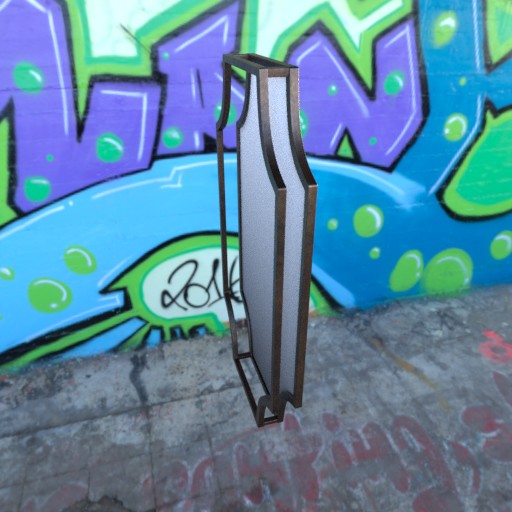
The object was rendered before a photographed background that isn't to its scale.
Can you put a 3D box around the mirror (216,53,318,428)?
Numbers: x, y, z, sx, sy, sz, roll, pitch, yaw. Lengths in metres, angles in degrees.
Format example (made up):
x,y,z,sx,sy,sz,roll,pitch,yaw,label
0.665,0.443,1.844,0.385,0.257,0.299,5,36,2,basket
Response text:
x,y,z,sx,sy,sz,roll,pitch,yaw,label
0.000,0.000,0.996,0.066,0.811,0.462,-8,30,-14,mirror
